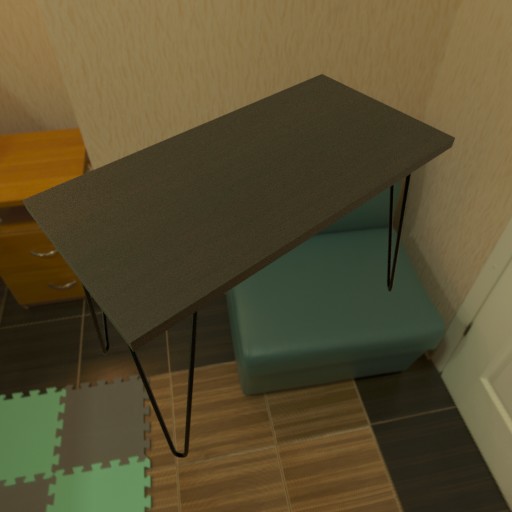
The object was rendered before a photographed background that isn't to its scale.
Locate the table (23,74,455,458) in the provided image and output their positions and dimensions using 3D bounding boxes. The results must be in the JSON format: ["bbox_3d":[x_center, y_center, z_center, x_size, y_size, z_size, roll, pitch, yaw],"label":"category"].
[{"bbox_3d":[0.000,0.000,1.352,0.991,0.660,0.499,-32,55,-26],"label":"table"}]
